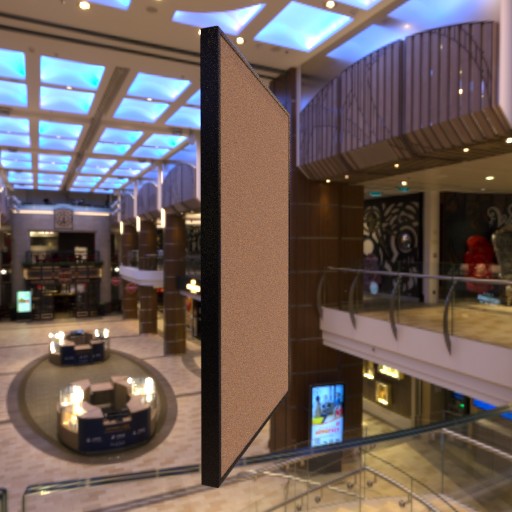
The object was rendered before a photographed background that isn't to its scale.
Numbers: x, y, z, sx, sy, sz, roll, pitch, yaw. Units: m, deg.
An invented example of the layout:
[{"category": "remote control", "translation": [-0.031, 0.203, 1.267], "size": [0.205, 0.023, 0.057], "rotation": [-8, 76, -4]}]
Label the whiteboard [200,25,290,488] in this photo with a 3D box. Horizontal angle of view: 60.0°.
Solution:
[{"category": "whiteboard", "translation": [0.000, 0.000, 0.781], "size": [0.026, 0.611, 0.406], "rotation": [0, 1, 18]}]
